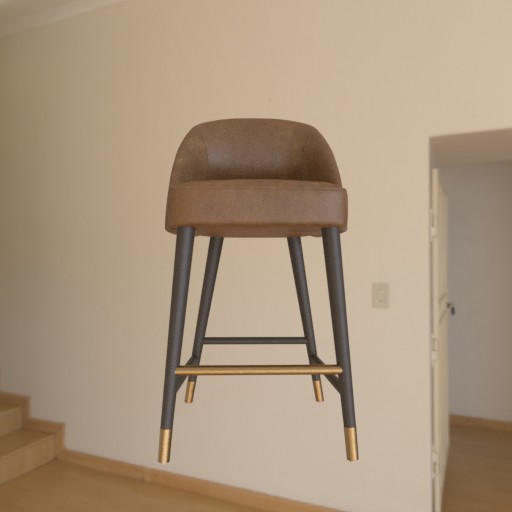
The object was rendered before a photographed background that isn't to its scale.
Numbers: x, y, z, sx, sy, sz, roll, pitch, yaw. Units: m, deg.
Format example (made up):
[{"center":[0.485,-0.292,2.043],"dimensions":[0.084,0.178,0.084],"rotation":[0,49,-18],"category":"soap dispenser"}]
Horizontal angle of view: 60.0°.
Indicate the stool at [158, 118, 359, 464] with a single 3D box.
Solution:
[{"center":[0.000,0.000,1.253],"dimensions":[0.494,0.940,0.509],"rotation":[0,-1,-1],"category":"stool"}]
